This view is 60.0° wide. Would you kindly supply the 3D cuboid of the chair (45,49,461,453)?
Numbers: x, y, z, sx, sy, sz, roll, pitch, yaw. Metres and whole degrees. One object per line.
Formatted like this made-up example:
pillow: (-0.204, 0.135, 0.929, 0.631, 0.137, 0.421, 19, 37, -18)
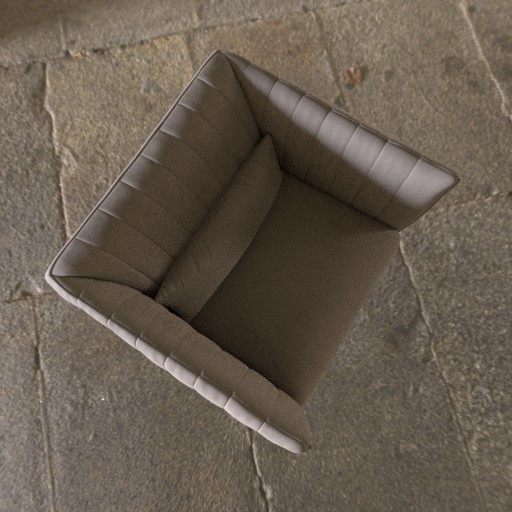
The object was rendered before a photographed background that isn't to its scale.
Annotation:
chair: (0.000, 0.000, 1.620, 0.873, 0.779, 0.981, 31, 78, 7)
